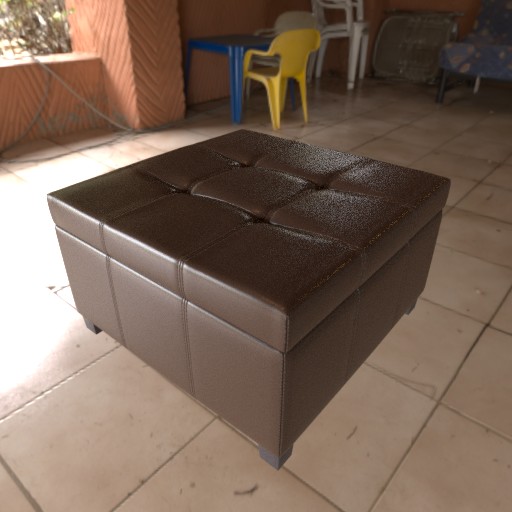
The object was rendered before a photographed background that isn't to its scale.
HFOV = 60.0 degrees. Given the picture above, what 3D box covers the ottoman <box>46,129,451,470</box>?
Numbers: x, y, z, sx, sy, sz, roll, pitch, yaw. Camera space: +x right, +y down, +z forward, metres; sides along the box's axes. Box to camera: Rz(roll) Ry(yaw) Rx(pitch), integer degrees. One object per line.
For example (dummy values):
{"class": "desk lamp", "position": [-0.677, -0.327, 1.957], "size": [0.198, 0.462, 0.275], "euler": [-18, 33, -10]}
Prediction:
{"class": "ottoman", "position": [0.000, 0.000, 1.295], "size": [0.788, 0.460, 0.787], "euler": [23, 39, 33]}
